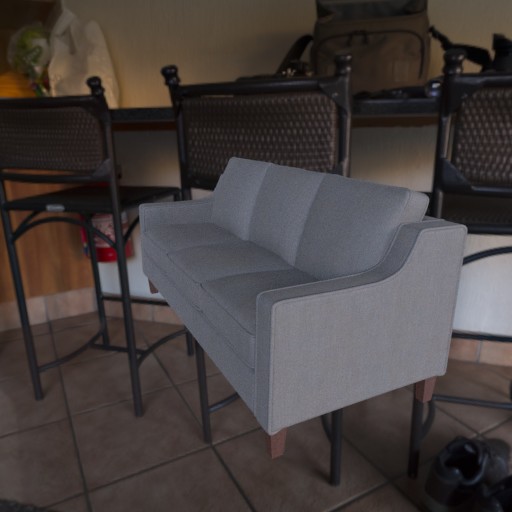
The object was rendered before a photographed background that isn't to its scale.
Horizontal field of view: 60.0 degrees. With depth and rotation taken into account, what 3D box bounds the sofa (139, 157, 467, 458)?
[{"bbox_3d":[0.000,0.000,2.521,0.911,0.974,1.986,-8,19,-25],"label":"sofa"}]
